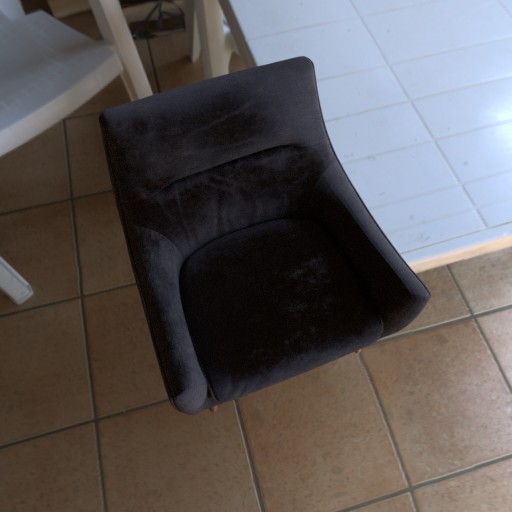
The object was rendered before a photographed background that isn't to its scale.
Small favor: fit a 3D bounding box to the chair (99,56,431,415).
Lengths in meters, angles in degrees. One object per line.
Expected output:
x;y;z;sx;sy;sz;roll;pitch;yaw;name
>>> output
0.000;0.000;1.436;0.762;0.838;0.787;-19;65;-10;chair
